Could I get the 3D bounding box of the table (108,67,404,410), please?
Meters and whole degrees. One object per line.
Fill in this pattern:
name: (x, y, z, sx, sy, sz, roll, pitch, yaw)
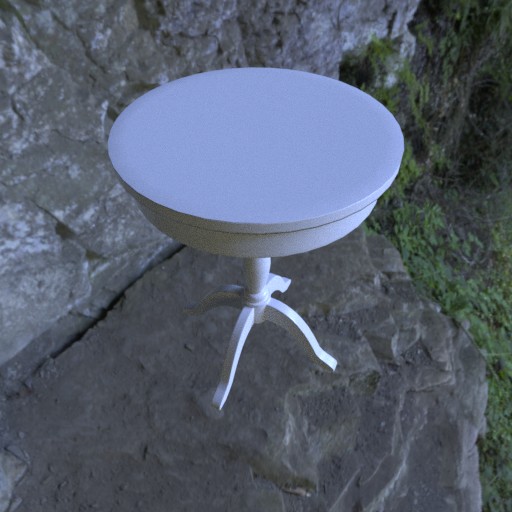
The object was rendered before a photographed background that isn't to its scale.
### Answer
table: (0.000, 0.000, 1.019, 0.513, 0.653, 0.513, 0, 46, 0)
